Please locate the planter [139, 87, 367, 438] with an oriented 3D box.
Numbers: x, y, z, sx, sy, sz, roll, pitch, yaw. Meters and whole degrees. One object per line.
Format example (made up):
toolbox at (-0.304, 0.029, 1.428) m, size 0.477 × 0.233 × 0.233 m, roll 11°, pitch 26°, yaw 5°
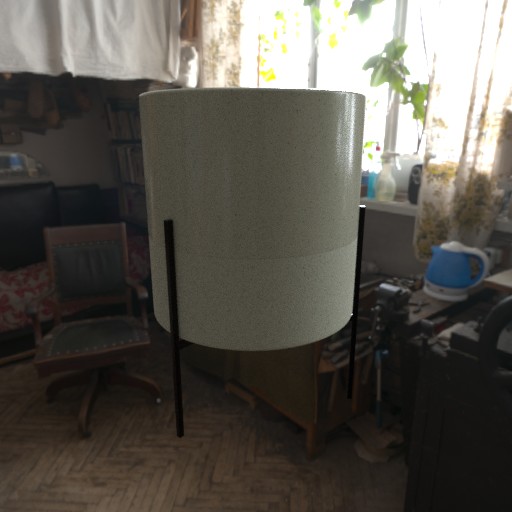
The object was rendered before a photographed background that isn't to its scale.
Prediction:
planter at (0.000, 0.000, 0.695) m, size 0.323 × 0.475 × 0.314 m, roll 3°, pitch 17°, yaw 10°
